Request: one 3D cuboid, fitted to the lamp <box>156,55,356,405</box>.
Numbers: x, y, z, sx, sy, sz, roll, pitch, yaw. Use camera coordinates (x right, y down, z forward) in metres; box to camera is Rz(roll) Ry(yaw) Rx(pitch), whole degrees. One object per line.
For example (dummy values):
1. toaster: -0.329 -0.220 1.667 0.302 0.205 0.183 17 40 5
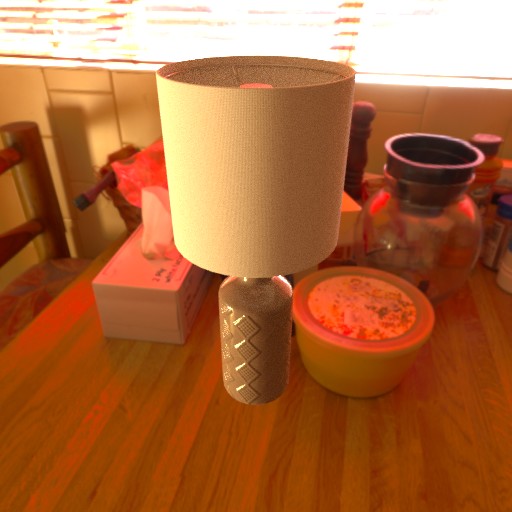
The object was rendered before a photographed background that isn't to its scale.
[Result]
1. lamp: 0.000 0.000 0.585 0.207 0.461 0.207 -9 33 -15
